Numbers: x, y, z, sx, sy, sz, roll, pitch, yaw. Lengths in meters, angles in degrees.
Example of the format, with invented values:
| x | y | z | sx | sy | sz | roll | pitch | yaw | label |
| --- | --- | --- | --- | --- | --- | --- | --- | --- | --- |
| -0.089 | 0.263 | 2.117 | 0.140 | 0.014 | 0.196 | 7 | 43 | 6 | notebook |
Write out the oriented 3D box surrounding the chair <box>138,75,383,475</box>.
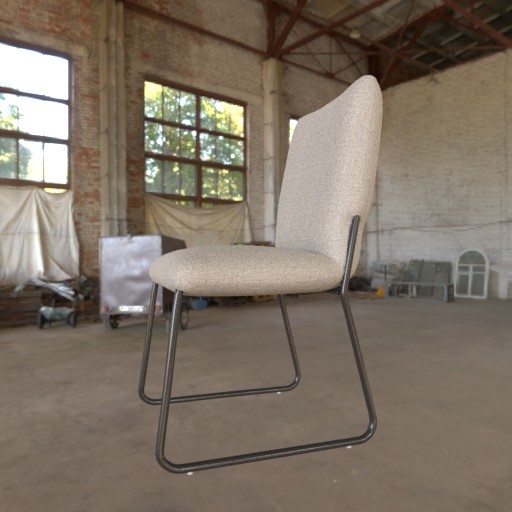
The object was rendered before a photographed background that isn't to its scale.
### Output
| x | y | z | sx | sy | sz | roll | pitch | yaw | label |
| --- | --- | --- | --- | --- | --- | --- | --- | --- | --- |
| 0.000 | 0.000 | 1.149 | 0.560 | 0.864 | 0.448 | 0 | 0 | -19 | chair |
